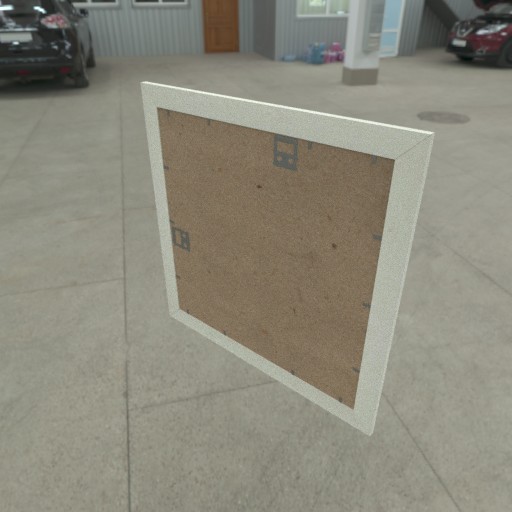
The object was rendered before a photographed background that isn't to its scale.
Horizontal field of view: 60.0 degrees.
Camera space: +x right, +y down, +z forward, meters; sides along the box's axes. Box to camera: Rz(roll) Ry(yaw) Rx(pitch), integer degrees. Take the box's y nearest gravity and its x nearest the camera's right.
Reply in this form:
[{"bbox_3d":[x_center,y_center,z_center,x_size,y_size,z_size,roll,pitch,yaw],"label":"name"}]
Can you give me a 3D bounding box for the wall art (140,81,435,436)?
[{"bbox_3d":[0.000,0.000,0.874,0.584,0.584,0.013,23,38,33],"label":"wall art"}]
